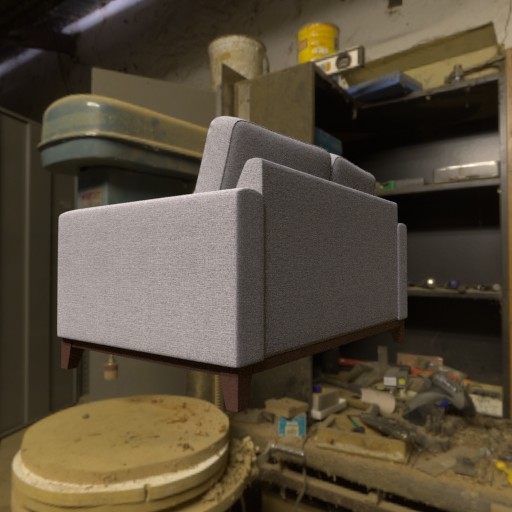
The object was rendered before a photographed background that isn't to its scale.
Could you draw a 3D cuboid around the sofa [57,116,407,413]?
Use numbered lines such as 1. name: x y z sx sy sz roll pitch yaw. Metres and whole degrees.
1. sofa: 0.000 0.000 2.007 0.917 0.873 1.420 -1 -2 36
